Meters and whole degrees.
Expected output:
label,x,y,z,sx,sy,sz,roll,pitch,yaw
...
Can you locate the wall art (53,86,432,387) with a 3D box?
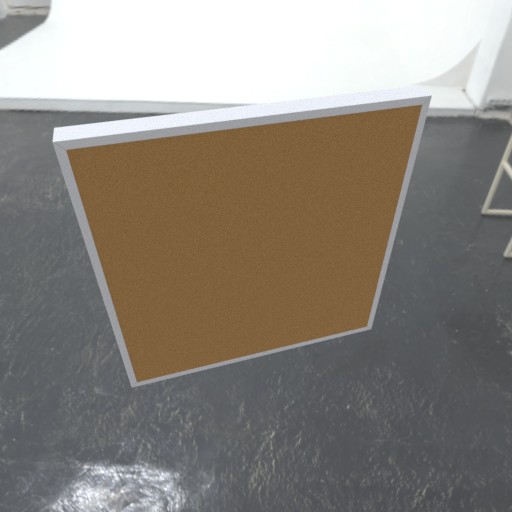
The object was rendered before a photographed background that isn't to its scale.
label,x,y,z,sx,sy,sz,roll,pitch,yaw
wall art,0.000,0.000,0.754,0.509,0.509,0.040,-11,42,-12
